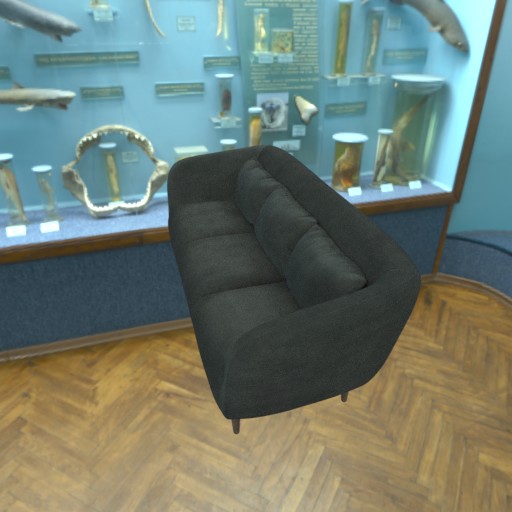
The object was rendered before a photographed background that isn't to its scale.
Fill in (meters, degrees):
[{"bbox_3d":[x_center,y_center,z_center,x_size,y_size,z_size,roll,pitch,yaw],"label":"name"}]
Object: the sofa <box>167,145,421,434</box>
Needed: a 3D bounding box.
[{"bbox_3d":[0.000,0.000,2.808,0.956,0.875,2.296,-8,30,-14],"label":"sofa"}]
